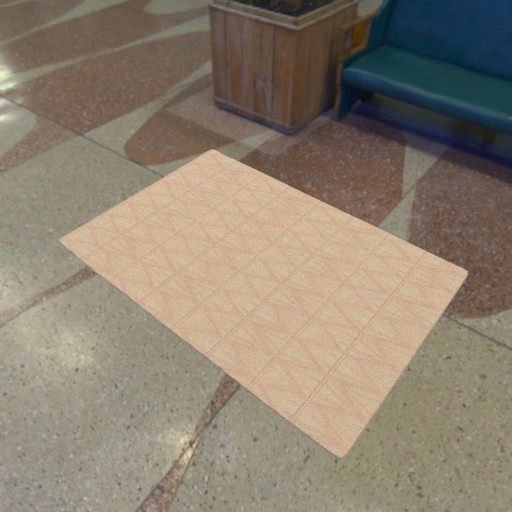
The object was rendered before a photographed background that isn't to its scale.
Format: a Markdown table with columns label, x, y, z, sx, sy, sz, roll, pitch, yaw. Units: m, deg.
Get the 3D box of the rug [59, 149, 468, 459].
| label | x | y | z | sx | sy | sz | roll | pitch | yaw |
| --- | --- | --- | --- | --- | --- | --- | --- | --- | --- |
| rug | 0.000 | 0.000 | 3.063 | 2.390 | 0.015 | 1.609 | 31 | 52 | 27 |
